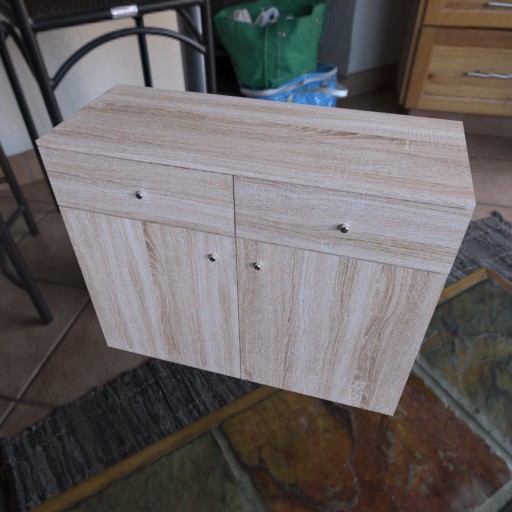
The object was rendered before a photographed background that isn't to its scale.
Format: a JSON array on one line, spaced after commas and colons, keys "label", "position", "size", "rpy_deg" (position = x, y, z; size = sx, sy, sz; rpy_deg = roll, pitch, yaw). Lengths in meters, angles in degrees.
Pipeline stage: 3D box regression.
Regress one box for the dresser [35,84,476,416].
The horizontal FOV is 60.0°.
[{"label": "dresser", "position": [0.000, 0.000, 1.510], "size": [1.100, 0.900, 0.450], "rpy_deg": [10, 42, 12]}]
